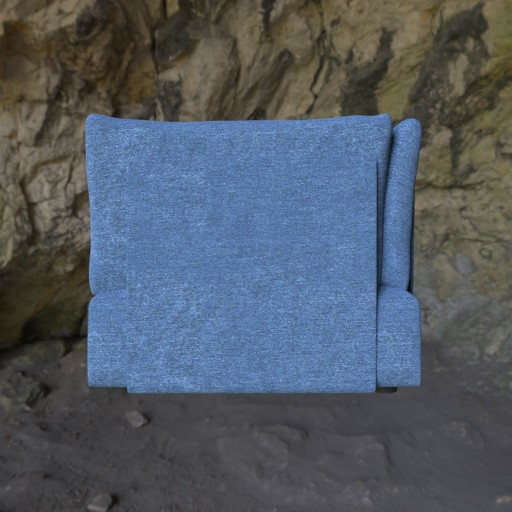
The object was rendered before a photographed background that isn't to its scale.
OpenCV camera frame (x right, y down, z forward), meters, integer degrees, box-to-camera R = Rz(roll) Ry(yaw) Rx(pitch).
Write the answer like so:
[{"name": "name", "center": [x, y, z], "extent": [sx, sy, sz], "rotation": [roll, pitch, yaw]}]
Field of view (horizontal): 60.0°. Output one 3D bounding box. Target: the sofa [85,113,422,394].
[{"name": "sofa", "center": [0.000, 0.000, 1.737], "extent": [1.000, 0.820, 1.000], "rotation": [0, 0, 0]}]
